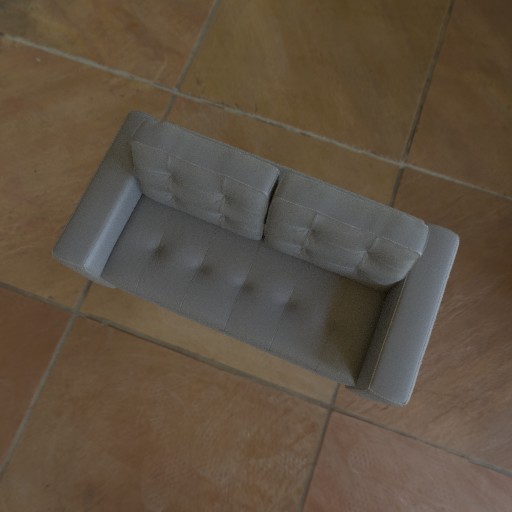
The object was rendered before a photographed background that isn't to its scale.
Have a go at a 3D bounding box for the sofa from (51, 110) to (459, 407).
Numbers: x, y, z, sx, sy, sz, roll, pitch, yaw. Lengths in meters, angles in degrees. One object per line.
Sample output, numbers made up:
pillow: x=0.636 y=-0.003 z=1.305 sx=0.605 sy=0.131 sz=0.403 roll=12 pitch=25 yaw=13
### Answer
sofa: x=0.000 y=0.000 z=2.189 sx=1.726 sy=0.893 sz=0.833 roll=22 pitch=76 yaw=6
